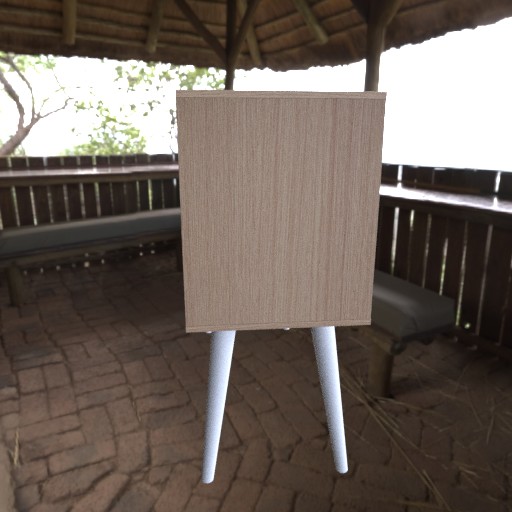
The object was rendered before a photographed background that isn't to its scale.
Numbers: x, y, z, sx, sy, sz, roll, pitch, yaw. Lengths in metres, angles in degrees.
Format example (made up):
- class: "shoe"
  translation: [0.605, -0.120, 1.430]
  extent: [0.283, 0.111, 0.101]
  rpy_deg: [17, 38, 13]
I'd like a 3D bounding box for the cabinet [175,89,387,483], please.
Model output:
- class: "cabinet"
  translation: [0.000, 0.000, 1.584]
  extent: [0.470, 1.016, 1.057]
  rpy_deg: [-2, 15, -6]
